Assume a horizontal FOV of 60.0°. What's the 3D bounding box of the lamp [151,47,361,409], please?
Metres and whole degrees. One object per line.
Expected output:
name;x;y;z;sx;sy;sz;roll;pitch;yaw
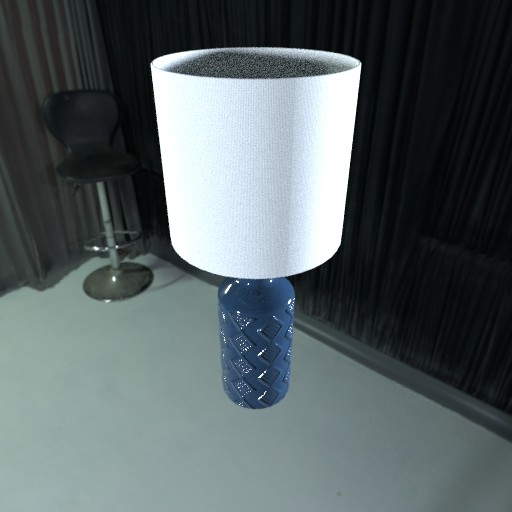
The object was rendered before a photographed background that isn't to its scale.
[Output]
lamp;0.000;0.000;0.565;0.207;0.461;0.207;21;37;30
